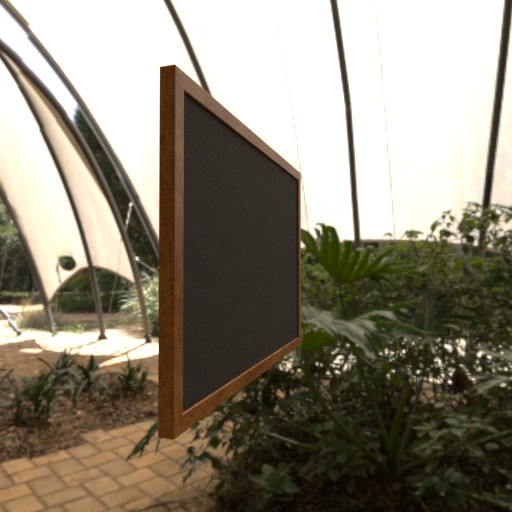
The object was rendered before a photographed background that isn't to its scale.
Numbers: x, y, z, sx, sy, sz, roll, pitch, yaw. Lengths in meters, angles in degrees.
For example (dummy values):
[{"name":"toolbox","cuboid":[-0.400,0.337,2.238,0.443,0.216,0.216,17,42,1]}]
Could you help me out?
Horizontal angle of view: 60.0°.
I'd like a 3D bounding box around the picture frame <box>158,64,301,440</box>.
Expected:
[{"name":"picture frame","cuboid":[0.000,0.000,1.173,0.029,0.621,0.922,0,-1,19]}]
